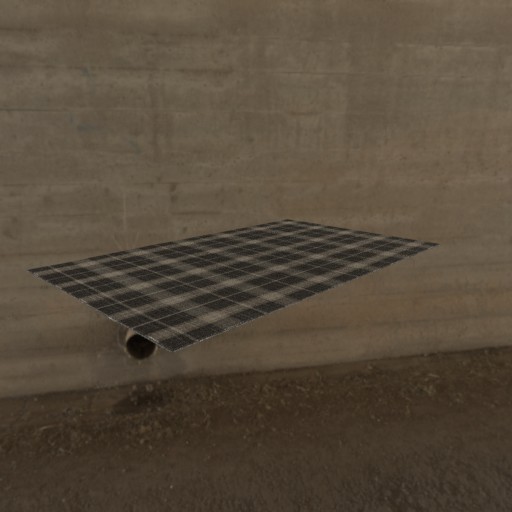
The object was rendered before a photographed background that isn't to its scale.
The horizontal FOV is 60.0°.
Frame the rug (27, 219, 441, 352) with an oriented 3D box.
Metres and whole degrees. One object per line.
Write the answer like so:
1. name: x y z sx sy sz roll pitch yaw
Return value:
1. rug: 0.000 0.000 3.006 1.520 0.015 2.434 14 21 43
